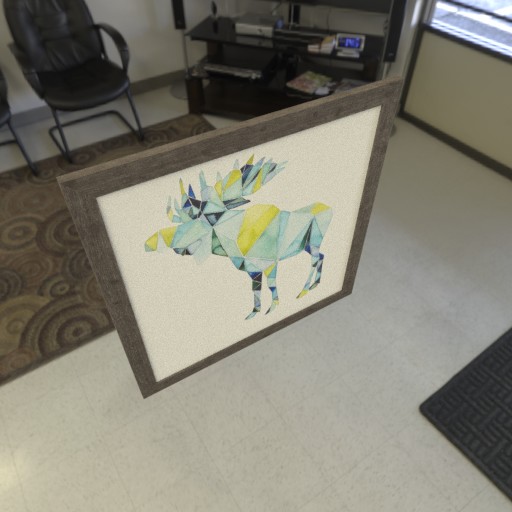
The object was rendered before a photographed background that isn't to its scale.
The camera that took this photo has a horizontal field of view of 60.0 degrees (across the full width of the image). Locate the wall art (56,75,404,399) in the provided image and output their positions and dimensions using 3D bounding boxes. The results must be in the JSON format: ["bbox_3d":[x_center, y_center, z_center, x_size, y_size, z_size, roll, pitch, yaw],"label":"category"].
[{"bbox_3d":[0.000,0.000,0.684,0.457,0.457,0.013,-23,50,-21],"label":"wall art"}]
